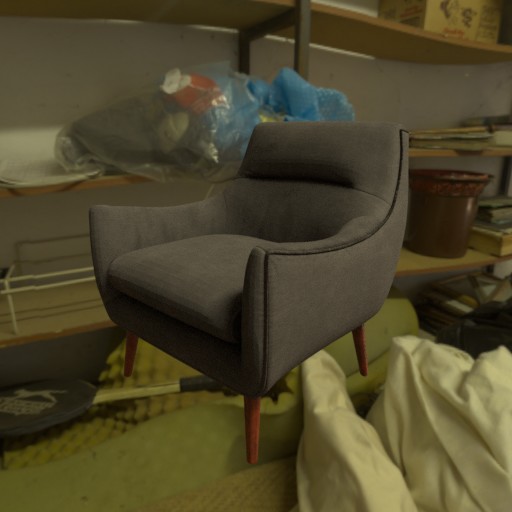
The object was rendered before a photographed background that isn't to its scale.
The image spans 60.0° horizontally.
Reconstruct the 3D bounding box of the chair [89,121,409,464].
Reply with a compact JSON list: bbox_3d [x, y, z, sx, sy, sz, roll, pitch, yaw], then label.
[{"bbox_3d":[0.000,0.000,1.435,0.762,0.838,0.787,15,22,41],"label":"chair"}]
